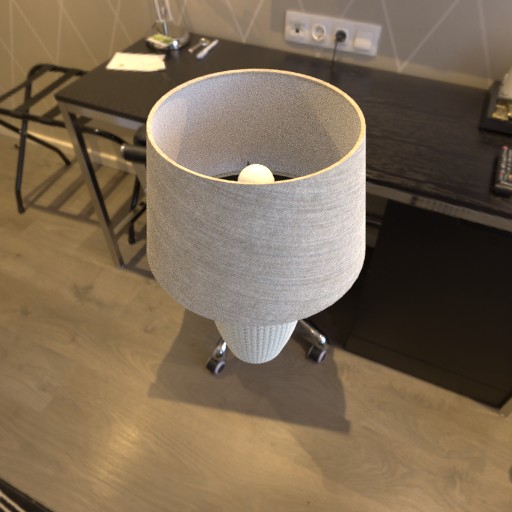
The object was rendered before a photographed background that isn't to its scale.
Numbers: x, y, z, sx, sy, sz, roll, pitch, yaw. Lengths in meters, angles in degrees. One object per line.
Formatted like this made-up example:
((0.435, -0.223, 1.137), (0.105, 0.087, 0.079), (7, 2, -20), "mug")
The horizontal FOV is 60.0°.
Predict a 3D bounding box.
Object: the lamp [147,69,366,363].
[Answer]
((0.000, 0.000, 0.842), (0.390, 0.580, 0.390), (0, 47, 0), "lamp")
